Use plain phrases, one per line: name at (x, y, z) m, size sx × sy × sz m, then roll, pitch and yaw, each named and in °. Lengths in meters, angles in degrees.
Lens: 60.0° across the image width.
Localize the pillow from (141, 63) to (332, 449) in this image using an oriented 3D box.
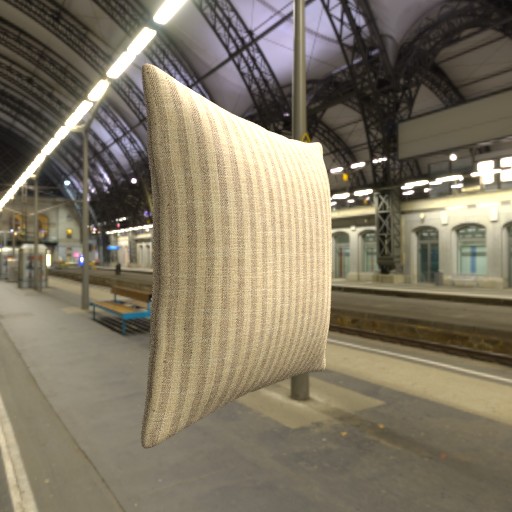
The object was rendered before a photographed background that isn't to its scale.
pillow at (0.000, 0.000, 0.787) m, size 0.166 × 0.510 × 0.523 m, roll 0°, pitch 0°, yaw 35°
